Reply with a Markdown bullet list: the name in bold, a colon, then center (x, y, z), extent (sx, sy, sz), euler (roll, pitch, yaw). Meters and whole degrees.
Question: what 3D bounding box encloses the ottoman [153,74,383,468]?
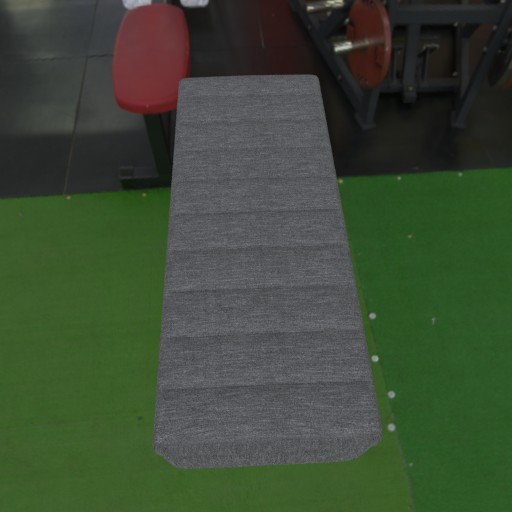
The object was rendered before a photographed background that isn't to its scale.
- **ottoman**: center (0.000, 0.000, 1.353), extent (0.482, 0.469, 1.151), euler (-2, 59, -1)
